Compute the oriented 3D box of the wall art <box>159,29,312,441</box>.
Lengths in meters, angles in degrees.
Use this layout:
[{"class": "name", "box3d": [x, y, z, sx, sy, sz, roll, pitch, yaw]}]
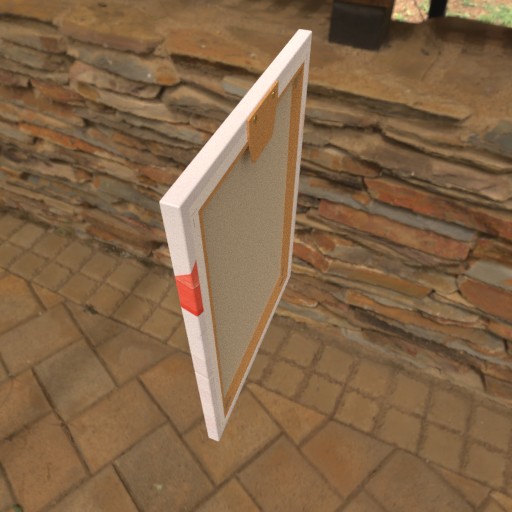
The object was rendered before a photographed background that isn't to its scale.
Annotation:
[{"class": "wall art", "box3d": [0.000, 0.000, 1.318, 0.045, 1.014, 0.759, 16, 49, 14]}]
